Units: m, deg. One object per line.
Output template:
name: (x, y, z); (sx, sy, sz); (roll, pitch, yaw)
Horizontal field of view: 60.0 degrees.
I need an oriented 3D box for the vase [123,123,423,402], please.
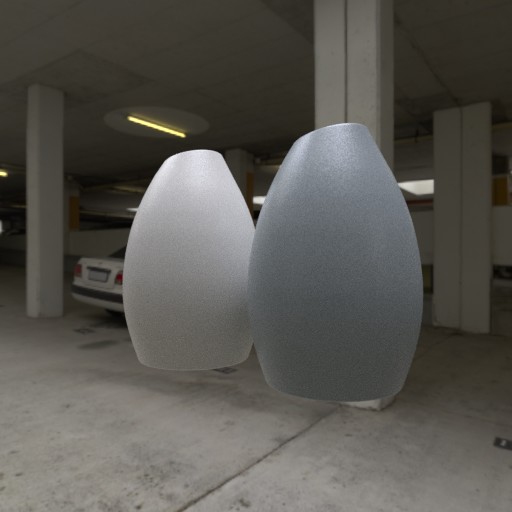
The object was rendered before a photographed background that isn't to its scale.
vase: (0.000, 0.000, 0.260); (0.187, 0.131, 0.089); (0, 0, 35)
